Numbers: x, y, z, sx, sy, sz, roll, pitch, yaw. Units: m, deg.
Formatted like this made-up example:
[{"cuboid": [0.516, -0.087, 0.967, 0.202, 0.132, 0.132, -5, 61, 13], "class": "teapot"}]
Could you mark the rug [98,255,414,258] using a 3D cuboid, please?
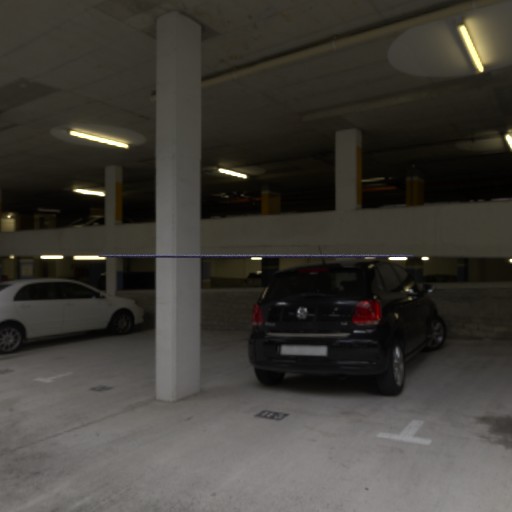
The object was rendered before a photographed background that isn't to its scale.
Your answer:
[{"cuboid": [0.000, 0.000, 2.372, 1.591, 0.010, 1.591, 0, 0, 0], "class": "rug"}]
